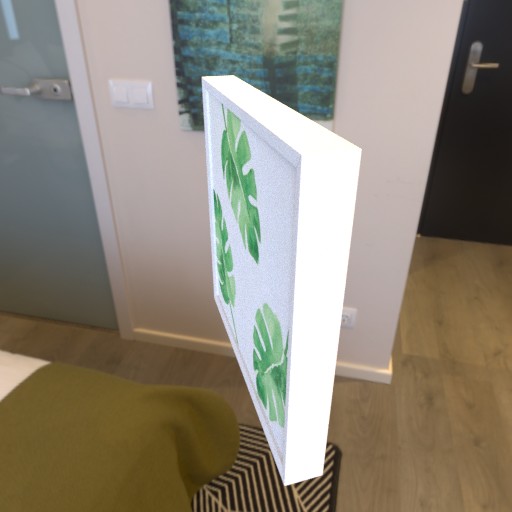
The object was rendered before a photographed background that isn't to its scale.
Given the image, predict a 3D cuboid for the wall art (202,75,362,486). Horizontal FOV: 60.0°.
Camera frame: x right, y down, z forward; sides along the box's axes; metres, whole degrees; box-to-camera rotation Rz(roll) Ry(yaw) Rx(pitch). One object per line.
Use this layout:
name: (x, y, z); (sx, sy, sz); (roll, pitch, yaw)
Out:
wall art: (0.000, 0.000, 0.455); (0.038, 0.305, 0.305); (-8, 31, -14)
